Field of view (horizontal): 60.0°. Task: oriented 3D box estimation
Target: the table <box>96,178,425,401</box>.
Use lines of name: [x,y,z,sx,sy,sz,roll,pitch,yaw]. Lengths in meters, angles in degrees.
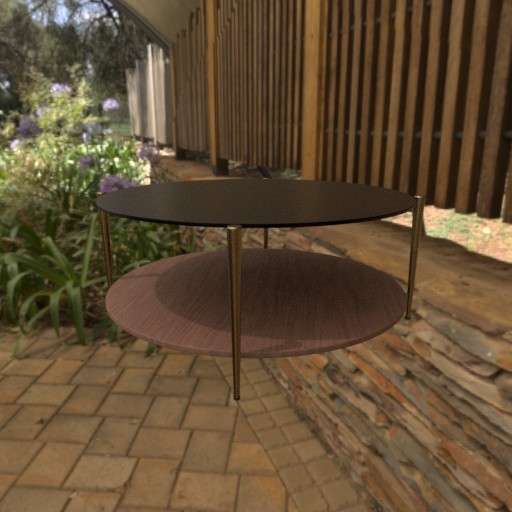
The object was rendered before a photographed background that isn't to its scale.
table: [0.000,0.000,1.427,0.938,0.400,0.938,-7,17,-24]
